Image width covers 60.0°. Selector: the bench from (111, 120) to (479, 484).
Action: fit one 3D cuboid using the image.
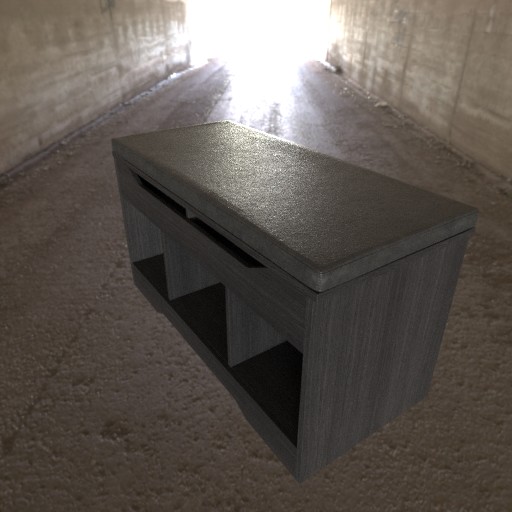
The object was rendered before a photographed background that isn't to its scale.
[{"bbox_3d":[0.000,0.000,1.171,0.401,0.501,0.905,-19,34,-30],"label":"bench"}]
